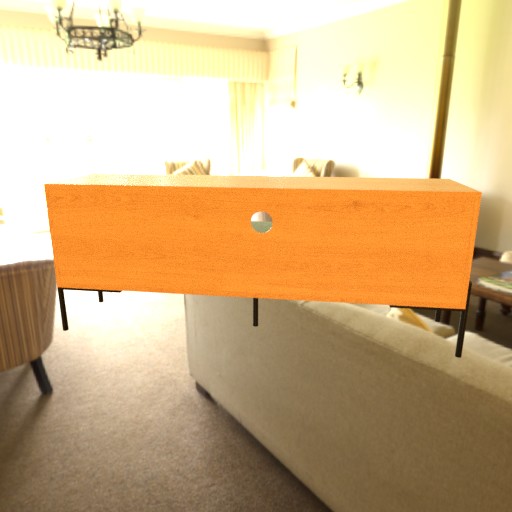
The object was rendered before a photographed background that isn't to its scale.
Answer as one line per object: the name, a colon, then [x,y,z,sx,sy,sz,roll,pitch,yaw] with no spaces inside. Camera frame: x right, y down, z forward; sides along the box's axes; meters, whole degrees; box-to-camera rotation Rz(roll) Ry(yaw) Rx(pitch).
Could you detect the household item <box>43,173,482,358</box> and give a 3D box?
household item: [0.000,0.000,1.784,1.550,0.600,0.400,2,16,8]
